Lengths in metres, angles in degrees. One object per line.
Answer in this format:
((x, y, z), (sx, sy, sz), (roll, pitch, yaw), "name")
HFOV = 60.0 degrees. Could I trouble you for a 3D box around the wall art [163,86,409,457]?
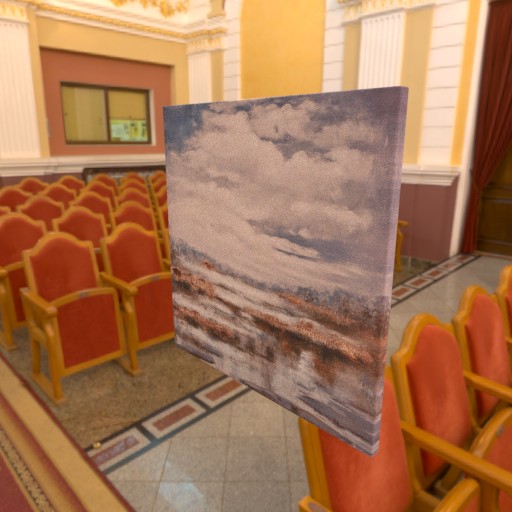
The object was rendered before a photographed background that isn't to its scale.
((0.000, 0.000, 1.523), (0.040, 1.020, 1.010), (-14, 20, -42), "wall art")
